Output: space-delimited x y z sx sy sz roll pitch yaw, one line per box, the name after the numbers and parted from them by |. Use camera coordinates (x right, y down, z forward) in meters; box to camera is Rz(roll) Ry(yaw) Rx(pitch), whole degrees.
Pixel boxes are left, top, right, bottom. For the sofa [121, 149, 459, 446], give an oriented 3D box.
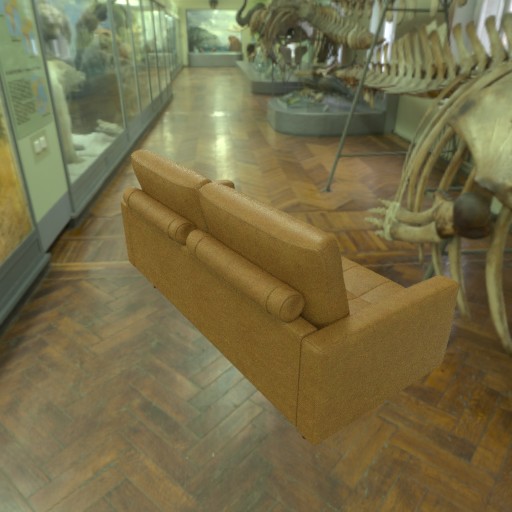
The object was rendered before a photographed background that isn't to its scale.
0.000 0.000 2.308 0.850 0.898 1.821 -17 31 -31 | sofa
